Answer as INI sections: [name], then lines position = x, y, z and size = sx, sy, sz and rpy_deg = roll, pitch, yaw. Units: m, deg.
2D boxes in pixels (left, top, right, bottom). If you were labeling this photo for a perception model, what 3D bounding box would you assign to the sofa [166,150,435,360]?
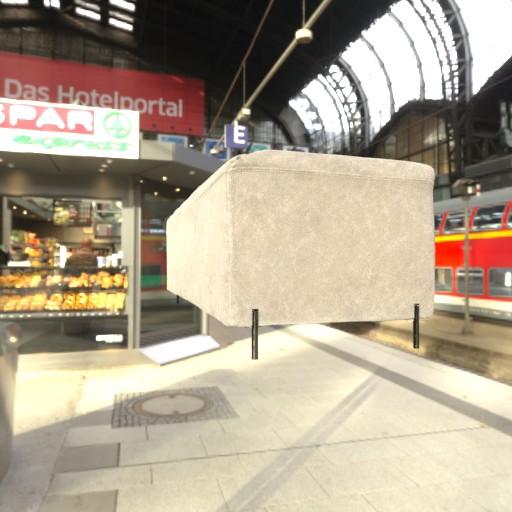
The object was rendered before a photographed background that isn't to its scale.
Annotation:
[sofa]
position = 0.000, 0.000, 2.709
size = 0.899, 0.758, 2.238
rpy_deg = 0, -1, -17
